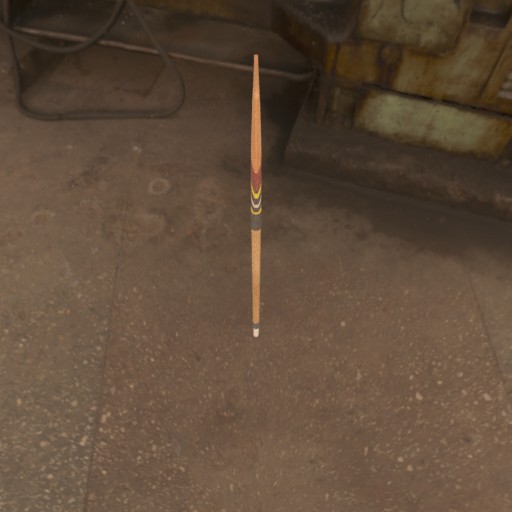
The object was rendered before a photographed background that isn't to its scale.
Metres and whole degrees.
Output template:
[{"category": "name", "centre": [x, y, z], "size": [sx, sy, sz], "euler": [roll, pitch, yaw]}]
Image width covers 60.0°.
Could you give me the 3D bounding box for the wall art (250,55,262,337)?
[{"category": "wall art", "centre": [0.000, 0.000, 1.646], "size": [0.038, 1.556, 0.146], "euler": [0, 58, 0]}]
